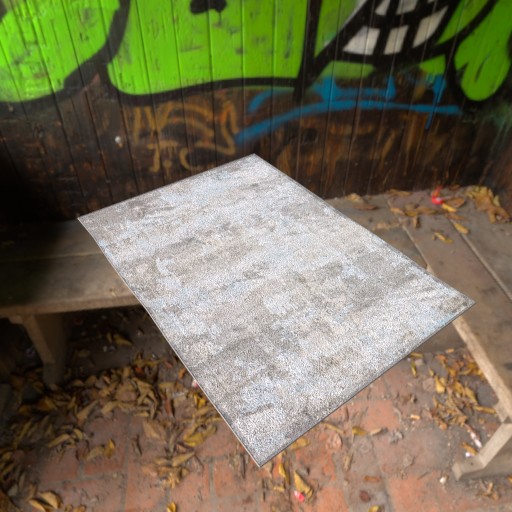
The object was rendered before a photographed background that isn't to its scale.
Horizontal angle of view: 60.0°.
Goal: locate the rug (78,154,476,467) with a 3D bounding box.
[{"bbox_3d":[0.000,0.000,4.357,2.393,0.013,3.307,-26,48,-26],"label":"rug"}]
